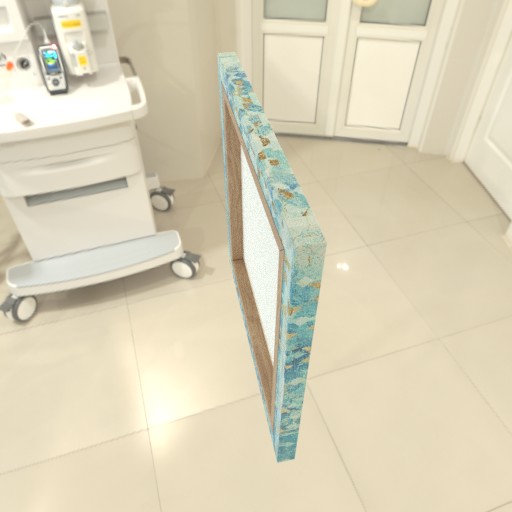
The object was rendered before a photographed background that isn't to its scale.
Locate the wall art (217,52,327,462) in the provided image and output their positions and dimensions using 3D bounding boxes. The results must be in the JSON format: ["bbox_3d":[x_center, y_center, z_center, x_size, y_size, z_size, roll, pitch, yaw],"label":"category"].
[{"bbox_3d":[0.000,0.000,0.924,0.040,0.609,0.609,-8,45,-8],"label":"wall art"}]
